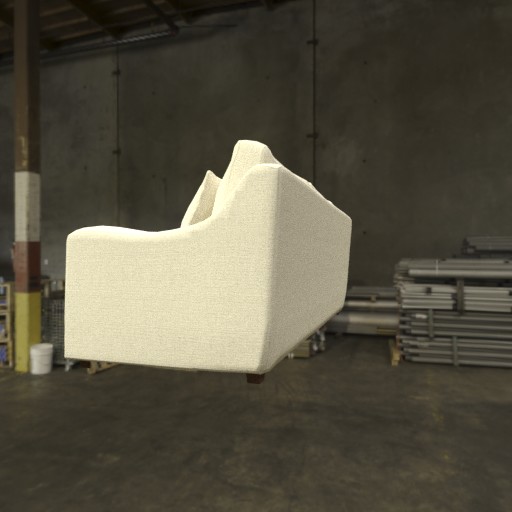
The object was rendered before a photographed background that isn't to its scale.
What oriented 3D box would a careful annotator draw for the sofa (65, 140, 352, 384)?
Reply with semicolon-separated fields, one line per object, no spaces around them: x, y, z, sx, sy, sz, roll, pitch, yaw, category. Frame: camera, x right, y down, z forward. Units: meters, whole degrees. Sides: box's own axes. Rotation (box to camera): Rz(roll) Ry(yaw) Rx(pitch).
0.000;0.000;2.963;1.009;1.022;2.470;0;0;18;sofa
